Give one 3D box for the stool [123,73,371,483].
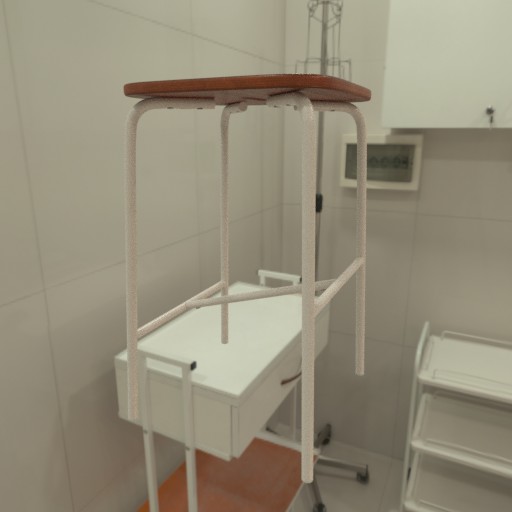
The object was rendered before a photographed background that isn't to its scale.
[{"bbox_3d":[0.000,0.000,0.859,0.376,0.610,0.376,8,17,25],"label":"stool"}]
